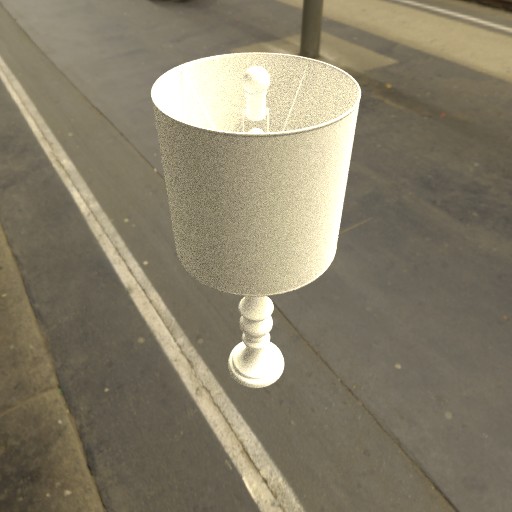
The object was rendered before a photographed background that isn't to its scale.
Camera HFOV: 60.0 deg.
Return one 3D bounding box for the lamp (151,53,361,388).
[{"bbox_3d":[0.000,0.000,0.721,0.250,0.597,0.250,26,48,26],"label":"lamp"}]
